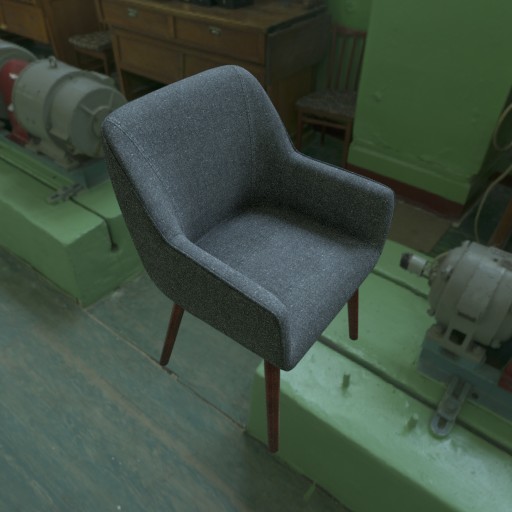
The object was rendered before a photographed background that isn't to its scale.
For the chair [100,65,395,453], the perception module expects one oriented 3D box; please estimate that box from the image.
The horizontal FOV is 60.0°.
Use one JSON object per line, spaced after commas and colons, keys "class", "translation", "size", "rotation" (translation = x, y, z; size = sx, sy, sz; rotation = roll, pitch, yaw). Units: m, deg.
{"class": "chair", "translation": [0.000, 0.000, 1.177], "size": [0.519, 0.803, 0.543], "rotation": [26, 47, 27]}
